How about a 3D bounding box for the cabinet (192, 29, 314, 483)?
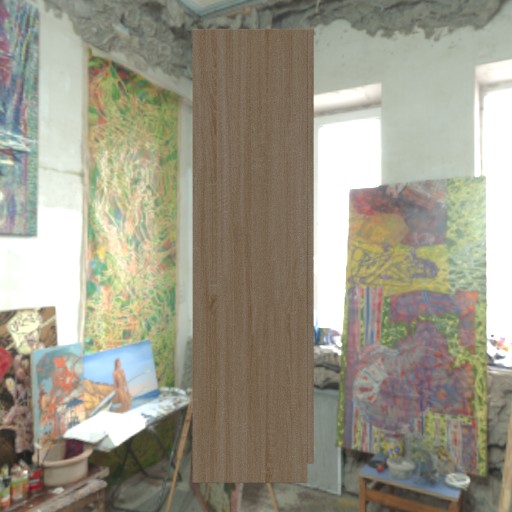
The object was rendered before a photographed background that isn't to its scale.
[{"bbox_3d":[0.000,0.000,2.817,0.590,2.120,1.500,0,0,0],"label":"cabinet"}]
